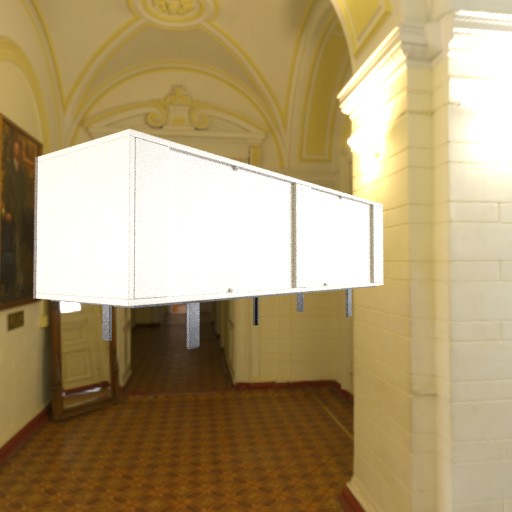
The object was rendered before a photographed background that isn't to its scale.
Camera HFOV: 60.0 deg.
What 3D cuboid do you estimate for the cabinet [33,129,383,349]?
[{"bbox_3d":[0.000,0.000,1.713,0.431,0.533,1.499,-1,-2,37],"label":"cabinet"}]
